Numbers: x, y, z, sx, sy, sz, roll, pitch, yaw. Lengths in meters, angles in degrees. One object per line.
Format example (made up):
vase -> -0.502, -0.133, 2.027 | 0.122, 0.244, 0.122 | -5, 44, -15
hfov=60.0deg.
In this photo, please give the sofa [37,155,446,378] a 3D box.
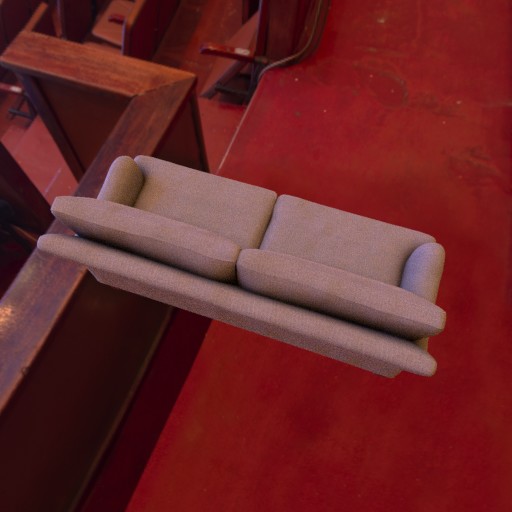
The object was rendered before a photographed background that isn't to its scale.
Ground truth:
sofa -> 0.000, 0.000, 2.814 | 2.193, 1.096, 1.069 | 17, 64, 8
